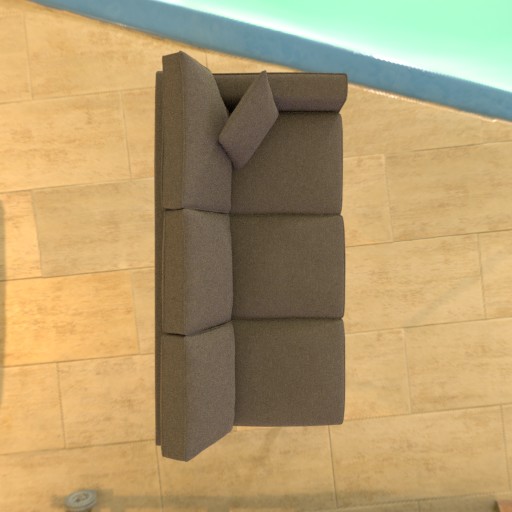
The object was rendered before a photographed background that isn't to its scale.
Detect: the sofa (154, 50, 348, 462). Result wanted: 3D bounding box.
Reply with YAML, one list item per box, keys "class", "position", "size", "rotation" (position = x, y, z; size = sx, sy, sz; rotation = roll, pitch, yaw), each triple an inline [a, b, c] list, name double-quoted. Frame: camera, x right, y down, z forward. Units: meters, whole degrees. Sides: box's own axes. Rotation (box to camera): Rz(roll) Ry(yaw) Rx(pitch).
- class: "sofa"
  position: [0.000, 0.000, 2.531]
  size: [1.034, 0.946, 1.963]
  rotation: [0, 90, 0]
